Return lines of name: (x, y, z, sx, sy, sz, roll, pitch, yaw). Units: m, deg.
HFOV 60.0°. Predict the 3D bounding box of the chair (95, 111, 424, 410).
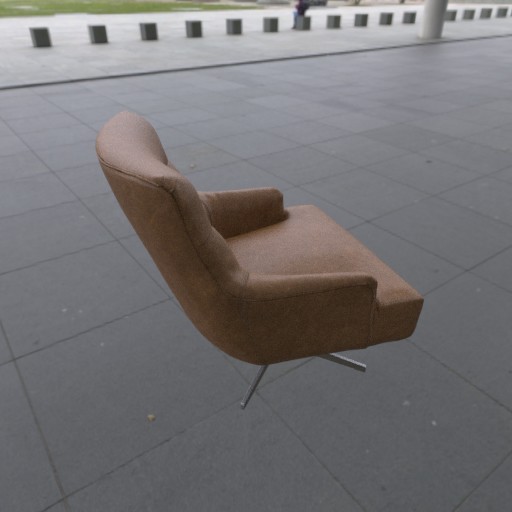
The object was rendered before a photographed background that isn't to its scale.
chair: (0.000, 0.000, 1.476, 0.874, 0.869, 0.729, -11, 33, -18)
